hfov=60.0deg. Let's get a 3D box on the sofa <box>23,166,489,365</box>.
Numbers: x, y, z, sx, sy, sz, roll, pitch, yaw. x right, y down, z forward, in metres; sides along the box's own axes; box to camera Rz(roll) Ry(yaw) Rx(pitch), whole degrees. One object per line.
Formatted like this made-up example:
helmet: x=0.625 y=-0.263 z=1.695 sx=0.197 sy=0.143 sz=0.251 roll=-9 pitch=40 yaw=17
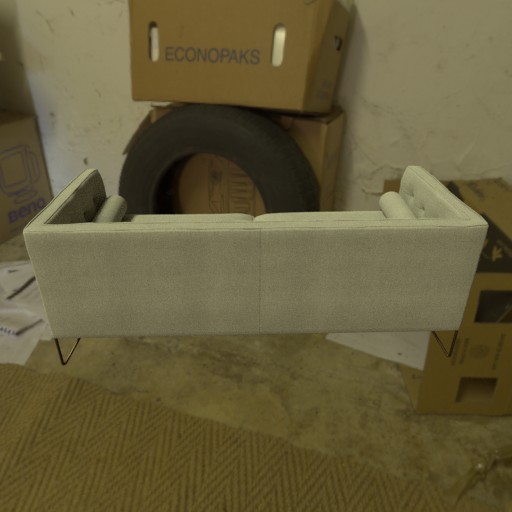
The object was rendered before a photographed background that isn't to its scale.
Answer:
sofa: x=0.000 y=0.000 z=2.516 sx=2.079 sy=0.798 sz=0.912 roll=-1 pitch=29 yaw=-2
